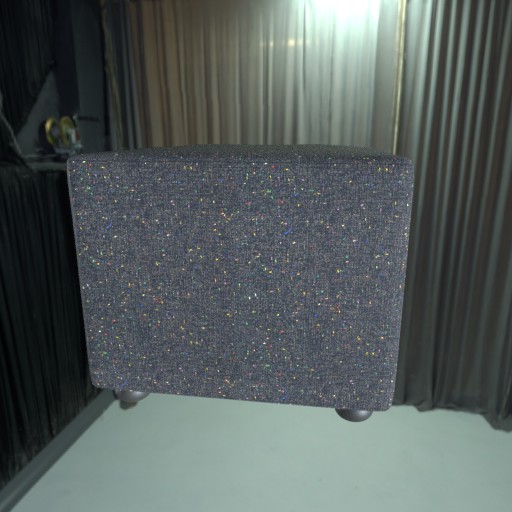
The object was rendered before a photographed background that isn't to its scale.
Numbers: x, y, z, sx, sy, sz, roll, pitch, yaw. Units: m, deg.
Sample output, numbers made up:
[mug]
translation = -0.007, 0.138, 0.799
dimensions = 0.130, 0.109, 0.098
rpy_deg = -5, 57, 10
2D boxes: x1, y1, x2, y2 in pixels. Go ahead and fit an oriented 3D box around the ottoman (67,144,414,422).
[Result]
[ottoman]
translation = 0.000, 0.000, 0.890
dimensions = 0.508, 0.432, 0.508
rpy_deg = 2, 15, 8
